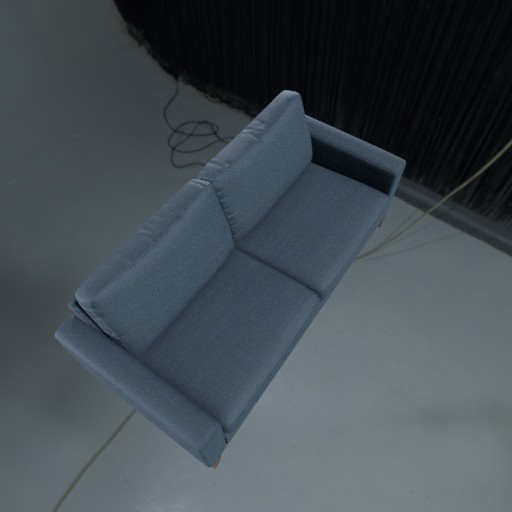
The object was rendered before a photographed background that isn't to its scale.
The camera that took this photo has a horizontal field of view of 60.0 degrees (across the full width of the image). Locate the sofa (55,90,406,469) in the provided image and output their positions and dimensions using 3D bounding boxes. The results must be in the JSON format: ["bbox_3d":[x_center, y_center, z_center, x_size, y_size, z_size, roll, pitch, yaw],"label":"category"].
[{"bbox_3d":[0.000,0.000,2.388,0.877,0.865,1.900,31,62,18],"label":"sofa"}]
